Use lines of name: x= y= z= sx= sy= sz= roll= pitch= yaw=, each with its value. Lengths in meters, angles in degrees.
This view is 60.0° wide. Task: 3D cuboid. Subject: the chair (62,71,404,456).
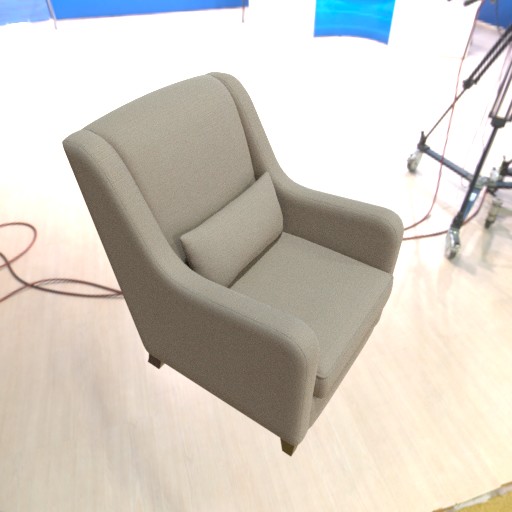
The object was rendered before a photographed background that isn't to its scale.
chair: x=0.000 y=0.000 z=1.608 sx=0.896 sy=1.017 sz=0.715 roll=25 pitch=47 yaw=26
